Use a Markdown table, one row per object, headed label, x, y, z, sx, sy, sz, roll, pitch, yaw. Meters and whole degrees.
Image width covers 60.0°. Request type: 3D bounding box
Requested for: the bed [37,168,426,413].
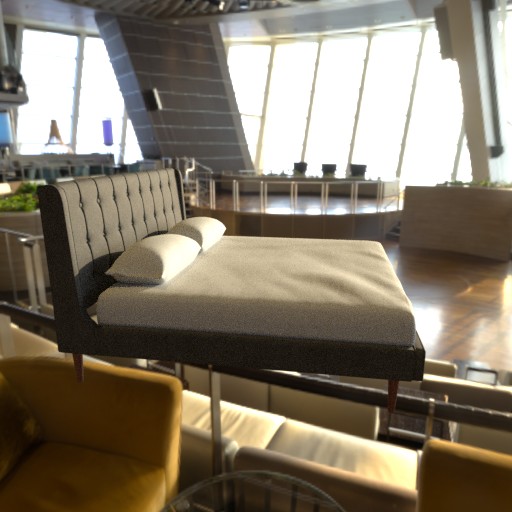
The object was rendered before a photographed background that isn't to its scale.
| label | x | y | z | sx | sy | sz | roll | pitch | yaw |
| --- | --- | --- | --- | --- | --- | --- | --- | --- | --- |
| bed | 0.000 | 0.000 | 2.576 | 1.638 | 0.933 | 1.531 | 2 | 14 | 10 |
